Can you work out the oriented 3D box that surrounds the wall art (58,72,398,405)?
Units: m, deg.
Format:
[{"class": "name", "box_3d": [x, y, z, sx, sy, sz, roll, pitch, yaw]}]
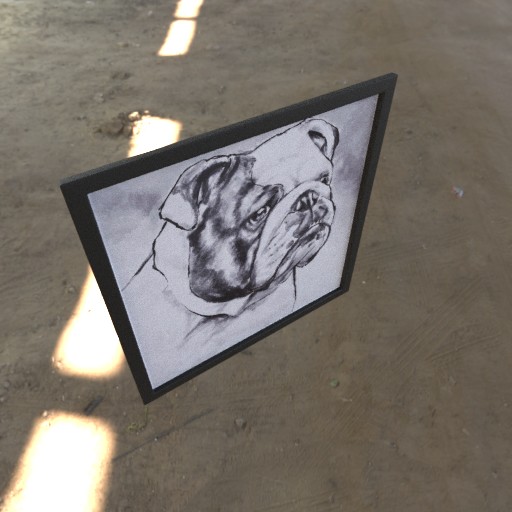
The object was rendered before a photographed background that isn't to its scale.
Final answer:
[{"class": "wall art", "box_3d": [0.000, 0.000, 0.981, 0.663, 0.659, 0.016, -25, 50, -23]}]
